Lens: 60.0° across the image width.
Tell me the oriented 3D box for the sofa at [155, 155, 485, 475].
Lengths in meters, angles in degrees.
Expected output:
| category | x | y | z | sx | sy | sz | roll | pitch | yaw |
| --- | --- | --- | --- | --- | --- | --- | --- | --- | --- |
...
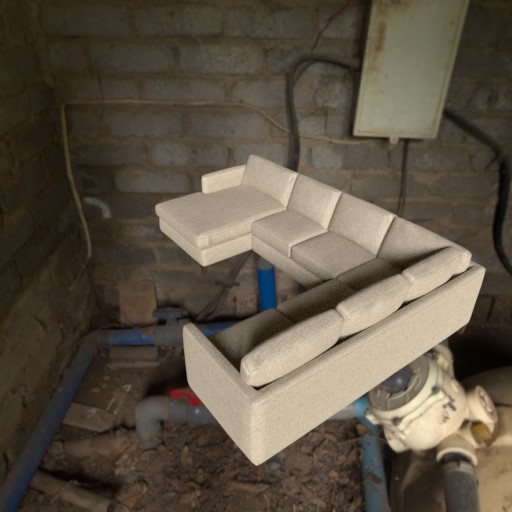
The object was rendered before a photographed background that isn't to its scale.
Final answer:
| category | x | y | z | sx | sy | sz | roll | pitch | yaw |
| --- | --- | --- | --- | --- | --- | --- | --- | --- | --- |
| sofa | 0.000 | 0.000 | 4.570 | 2.593 | 0.959 | 3.460 | -21 | 37 | -30 |
